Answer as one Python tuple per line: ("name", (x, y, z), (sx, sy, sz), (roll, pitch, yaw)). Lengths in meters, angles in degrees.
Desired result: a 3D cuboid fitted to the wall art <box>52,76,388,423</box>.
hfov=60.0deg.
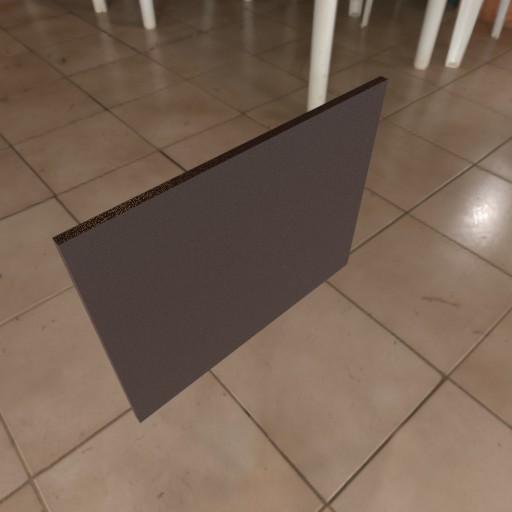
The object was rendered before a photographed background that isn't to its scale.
("wall art", (0.000, 0.000, 1.610), (1.207, 0.952, 0.034), (-33, 55, -27))
